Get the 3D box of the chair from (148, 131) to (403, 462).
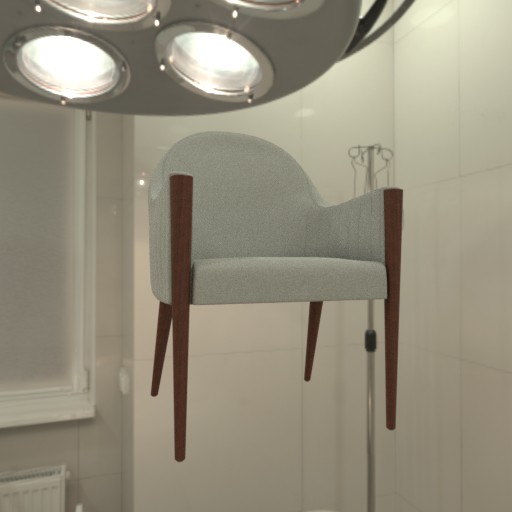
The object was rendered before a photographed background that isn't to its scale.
[{"bbox_3d":[0.000,0.000,1.303,0.610,0.889,0.620,0,-1,-19],"label":"chair"}]
